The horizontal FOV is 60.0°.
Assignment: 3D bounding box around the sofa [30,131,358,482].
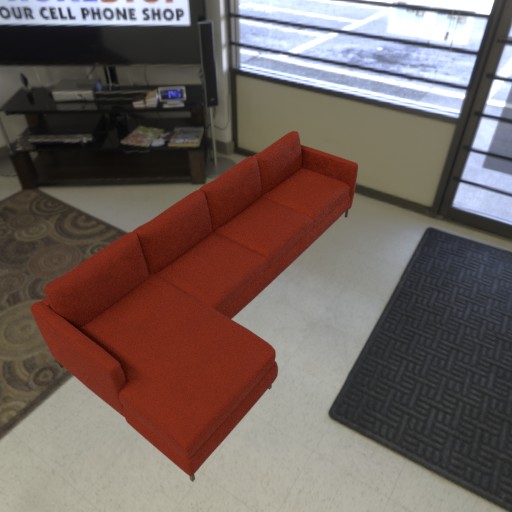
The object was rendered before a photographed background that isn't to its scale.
[{"bbox_3d":[0.000,0.000,2.879,1.136,0.663,2.467,26,47,27],"label":"sofa"}]
